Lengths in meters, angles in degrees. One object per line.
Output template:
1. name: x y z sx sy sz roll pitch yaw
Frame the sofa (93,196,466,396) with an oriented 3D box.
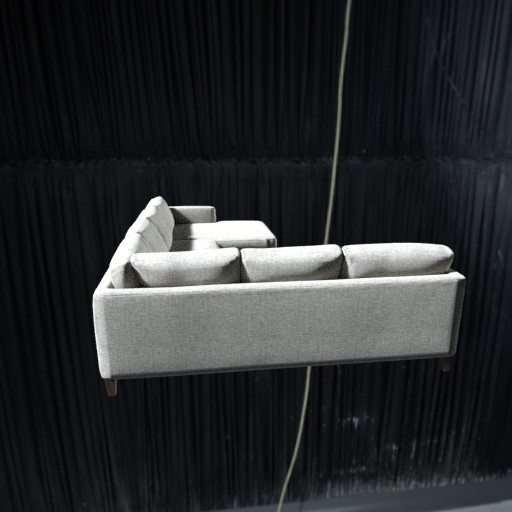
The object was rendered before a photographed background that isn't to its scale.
1. sofa: 0.000 0.000 4.654 2.593 0.959 3.460 -2 15 -7
